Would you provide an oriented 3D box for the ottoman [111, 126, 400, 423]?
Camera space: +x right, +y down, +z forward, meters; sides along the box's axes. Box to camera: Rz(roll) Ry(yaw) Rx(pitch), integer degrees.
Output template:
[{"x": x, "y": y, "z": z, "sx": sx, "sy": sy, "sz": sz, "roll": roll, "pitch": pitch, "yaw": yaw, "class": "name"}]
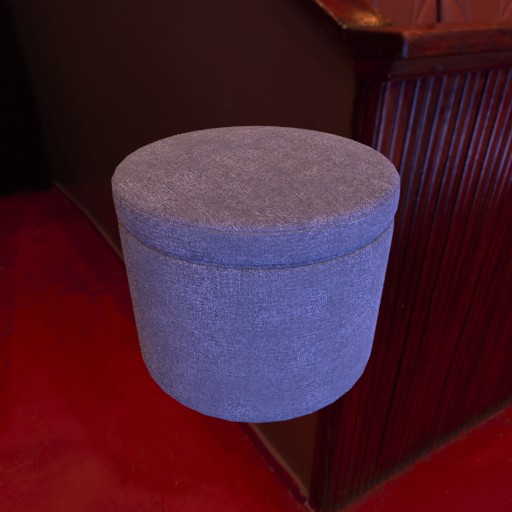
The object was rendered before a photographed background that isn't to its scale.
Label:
[{"x": 0.000, "y": 0.000, "z": 0.886, "sx": 0.500, "sy": 0.419, "sz": 0.500, "roll": 0, "pitch": 31, "yaw": 0, "class": "ottoman"}]
